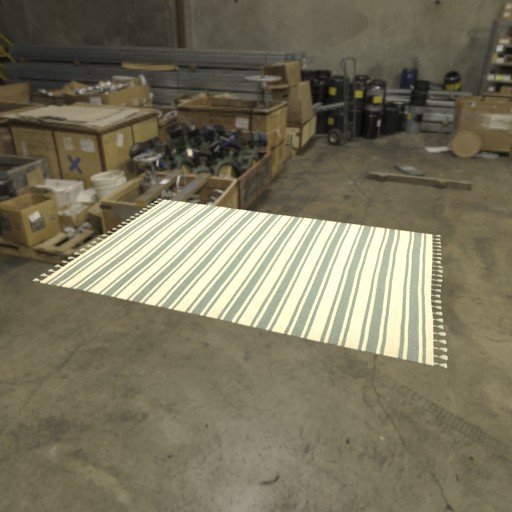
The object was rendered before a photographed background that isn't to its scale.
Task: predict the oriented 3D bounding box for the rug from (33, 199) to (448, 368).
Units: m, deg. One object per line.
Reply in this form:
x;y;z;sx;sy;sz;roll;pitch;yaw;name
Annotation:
0.000;0.000;3.035;2.410;0.011;1.539;9;29;17;rug
